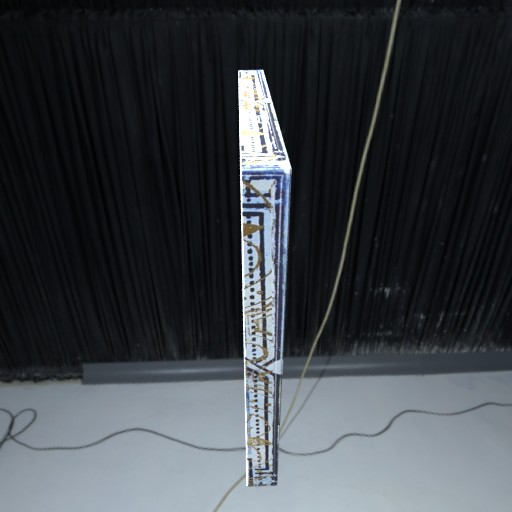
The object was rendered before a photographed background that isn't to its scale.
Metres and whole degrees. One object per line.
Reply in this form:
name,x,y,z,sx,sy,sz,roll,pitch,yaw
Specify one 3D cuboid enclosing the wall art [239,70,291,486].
wall art,0.000,0.000,0.609,0.038,0.410,0.411,-1,32,-2
